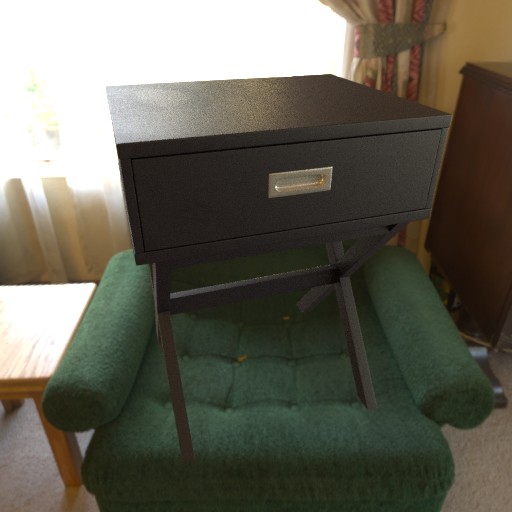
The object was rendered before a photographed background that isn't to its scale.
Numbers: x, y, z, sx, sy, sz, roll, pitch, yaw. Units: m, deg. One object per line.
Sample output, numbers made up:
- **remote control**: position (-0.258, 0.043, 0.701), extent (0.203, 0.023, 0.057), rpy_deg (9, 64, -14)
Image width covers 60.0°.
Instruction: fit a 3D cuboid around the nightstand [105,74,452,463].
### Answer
- **nightstand**: position (0.000, 0.000, 0.911), extent (0.479, 0.623, 0.402), rpy_deg (-9, 32, -16)
